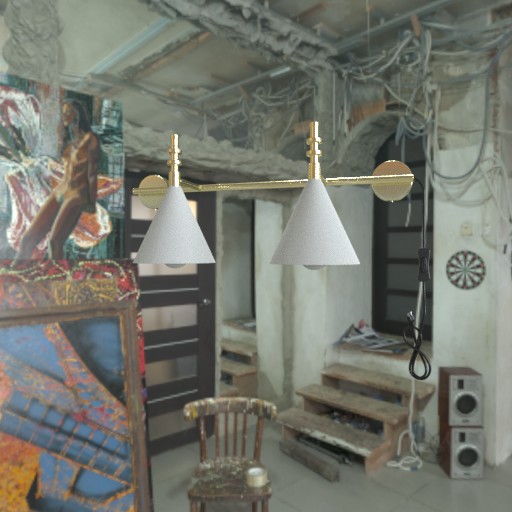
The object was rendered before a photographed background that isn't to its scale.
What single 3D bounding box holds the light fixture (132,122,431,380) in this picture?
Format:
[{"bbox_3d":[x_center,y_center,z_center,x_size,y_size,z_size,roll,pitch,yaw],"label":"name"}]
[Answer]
[{"bbox_3d":[0.000,0.000,0.855,0.642,0.468,0.239,0,0,18],"label":"light fixture"}]
